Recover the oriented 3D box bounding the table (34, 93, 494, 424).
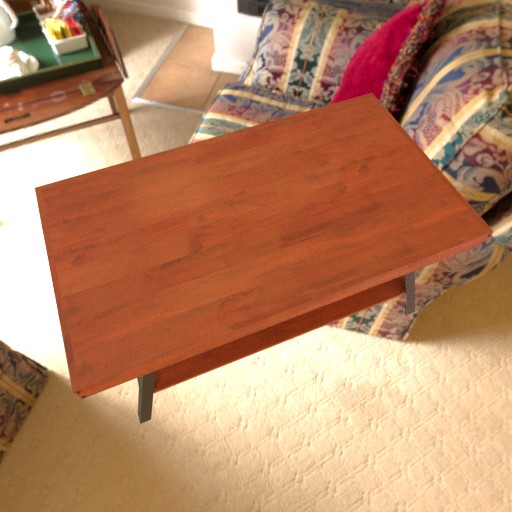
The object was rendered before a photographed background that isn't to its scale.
[{"bbox_3d":[0.000,0.000,1.367,1.067,0.457,0.610,-19,59,-12],"label":"table"}]
